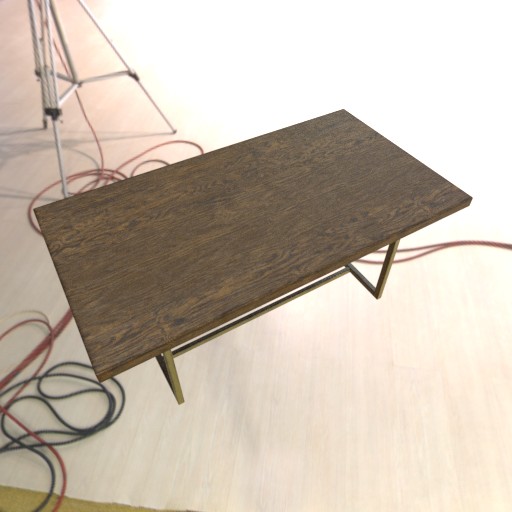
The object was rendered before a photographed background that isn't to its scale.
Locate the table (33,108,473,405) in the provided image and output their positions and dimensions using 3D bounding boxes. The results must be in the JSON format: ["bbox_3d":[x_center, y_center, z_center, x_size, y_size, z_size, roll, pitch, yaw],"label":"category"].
[{"bbox_3d":[0.000,0.000,2.560,1.989,0.795,1.078,-23,51,-20],"label":"table"}]
